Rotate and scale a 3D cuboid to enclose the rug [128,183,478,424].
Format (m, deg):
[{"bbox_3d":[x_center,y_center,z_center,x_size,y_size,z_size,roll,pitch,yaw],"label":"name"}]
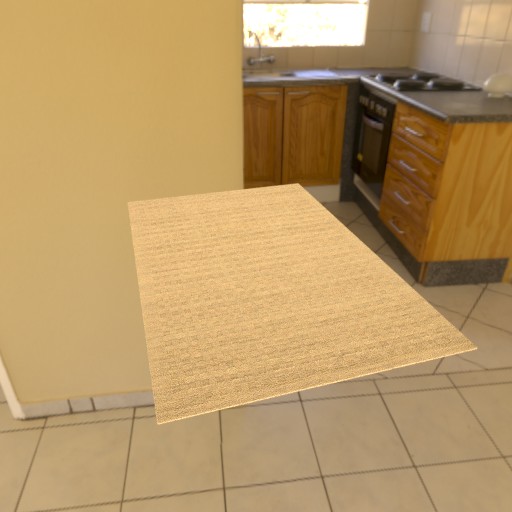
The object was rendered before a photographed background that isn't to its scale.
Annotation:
[{"bbox_3d":[0.000,0.000,2.186,1.142,0.006,1.752,-9,31,-15],"label":"rug"}]
